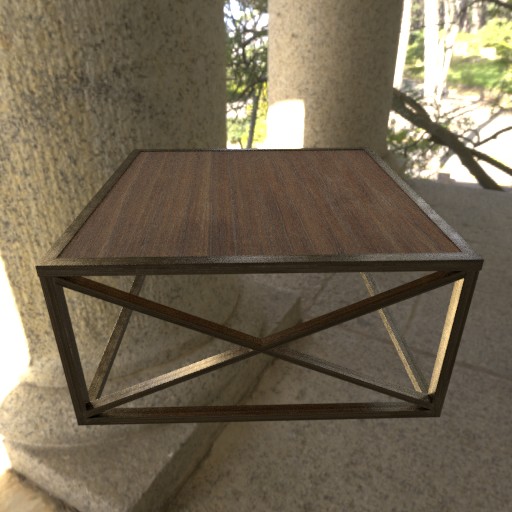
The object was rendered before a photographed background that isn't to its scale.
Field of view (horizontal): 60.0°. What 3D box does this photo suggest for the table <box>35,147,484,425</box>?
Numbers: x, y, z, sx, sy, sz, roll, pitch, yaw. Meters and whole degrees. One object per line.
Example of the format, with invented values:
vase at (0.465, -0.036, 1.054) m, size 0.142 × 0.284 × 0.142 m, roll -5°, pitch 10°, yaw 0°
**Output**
table at (0.000, 0.000, 1.392) m, size 0.899 × 0.451 × 0.909 m, roll -1°, pitch 28°, yaw -1°
